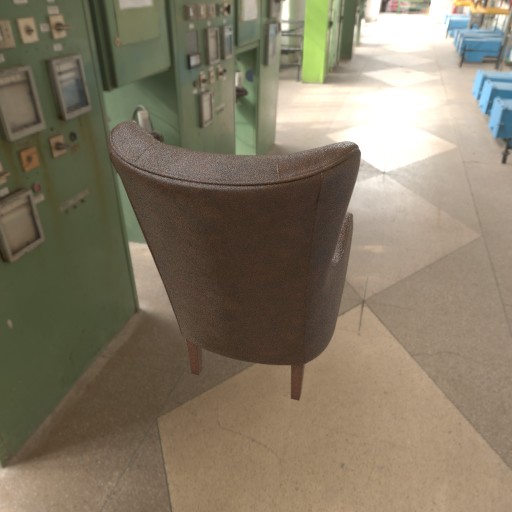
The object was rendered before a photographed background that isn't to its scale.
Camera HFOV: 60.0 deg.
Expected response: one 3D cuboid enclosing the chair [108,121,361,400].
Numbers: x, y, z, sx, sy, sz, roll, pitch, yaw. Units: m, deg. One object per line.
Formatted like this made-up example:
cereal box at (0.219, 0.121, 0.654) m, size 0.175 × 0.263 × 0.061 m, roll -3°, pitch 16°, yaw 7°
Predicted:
chair at (0.000, 0.000, 1.633) m, size 0.692 × 1.048 × 0.914 m, roll 10°, pitch 33°, yaw 15°
